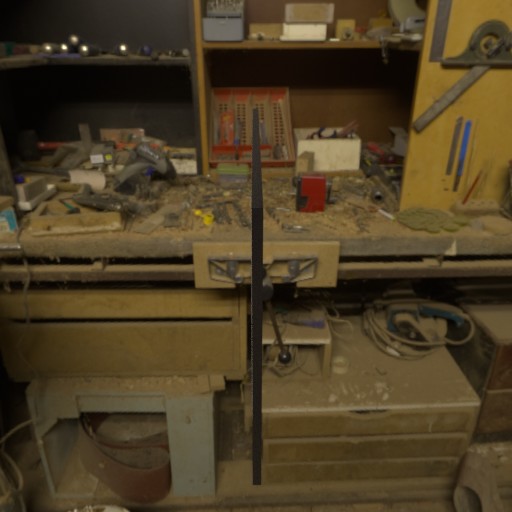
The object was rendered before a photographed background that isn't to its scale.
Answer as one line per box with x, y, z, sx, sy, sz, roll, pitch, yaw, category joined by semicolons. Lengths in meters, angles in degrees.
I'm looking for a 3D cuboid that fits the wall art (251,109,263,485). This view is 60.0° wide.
0.000;0.000;1.267;0.019;0.660;0.957;0;27;0;wall art
